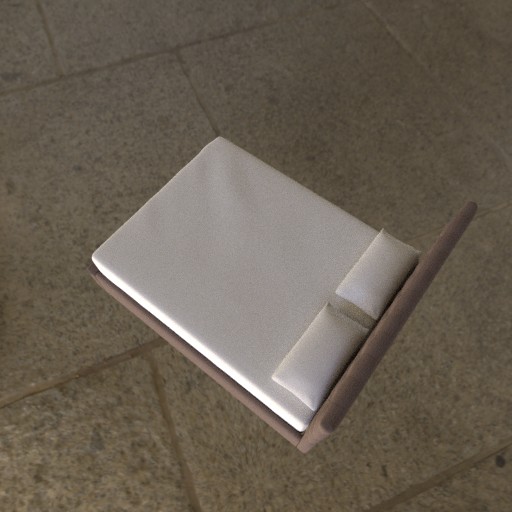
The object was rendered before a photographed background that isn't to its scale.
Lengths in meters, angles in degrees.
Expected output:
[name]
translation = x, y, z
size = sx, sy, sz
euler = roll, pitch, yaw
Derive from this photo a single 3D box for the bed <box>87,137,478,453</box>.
[bed]
translation = 0.000, 0.000, 3.366
size = 2.233, 1.426, 1.696
euler = 35, 68, 16
